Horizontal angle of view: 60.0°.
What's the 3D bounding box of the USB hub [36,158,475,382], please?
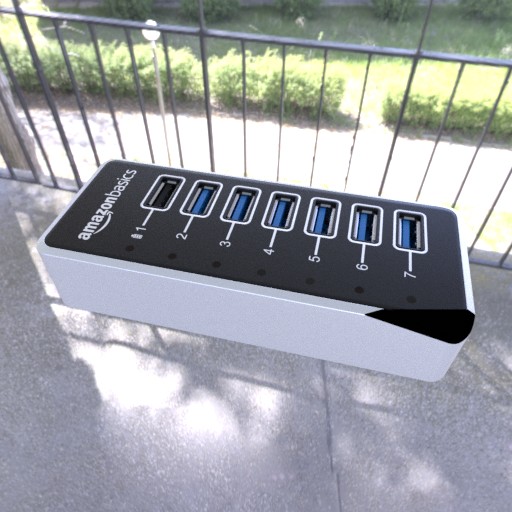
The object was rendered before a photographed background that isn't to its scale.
[{"bbox_3d":[0.000,0.000,0.127,0.110,0.023,0.044,10,47,9],"label":"USB hub"}]
